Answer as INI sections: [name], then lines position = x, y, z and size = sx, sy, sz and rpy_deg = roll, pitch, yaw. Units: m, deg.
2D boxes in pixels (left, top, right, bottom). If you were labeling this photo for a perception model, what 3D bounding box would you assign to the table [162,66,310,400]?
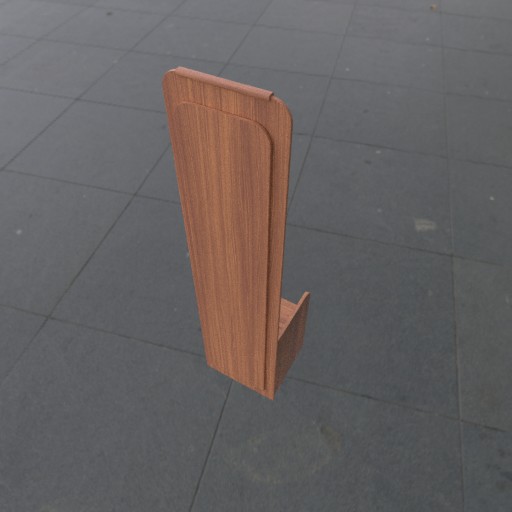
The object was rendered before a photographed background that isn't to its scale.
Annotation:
[table]
position = 0.000, 0.000, 2.039
size = 0.450, 1.830, 0.420
rpy_deg = 23, 51, 20
